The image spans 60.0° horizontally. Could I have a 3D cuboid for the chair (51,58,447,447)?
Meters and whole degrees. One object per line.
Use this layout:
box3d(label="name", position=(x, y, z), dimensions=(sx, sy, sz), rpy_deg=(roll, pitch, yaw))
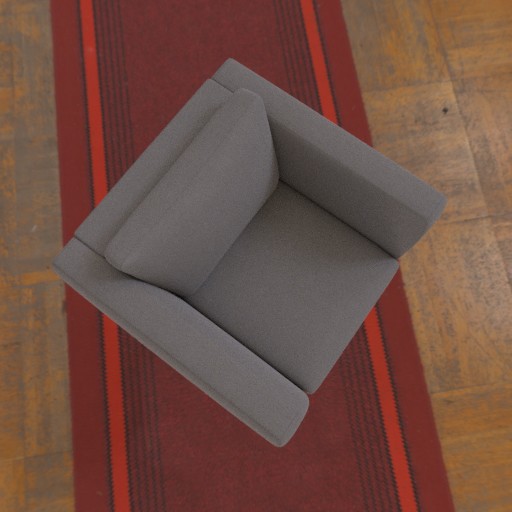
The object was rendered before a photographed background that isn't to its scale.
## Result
box3d(label="chair", position=(0.000, 0.000, 1.685), dimensions=(0.930, 0.860, 1.000), rpy_deg=(36, 79, 8))
